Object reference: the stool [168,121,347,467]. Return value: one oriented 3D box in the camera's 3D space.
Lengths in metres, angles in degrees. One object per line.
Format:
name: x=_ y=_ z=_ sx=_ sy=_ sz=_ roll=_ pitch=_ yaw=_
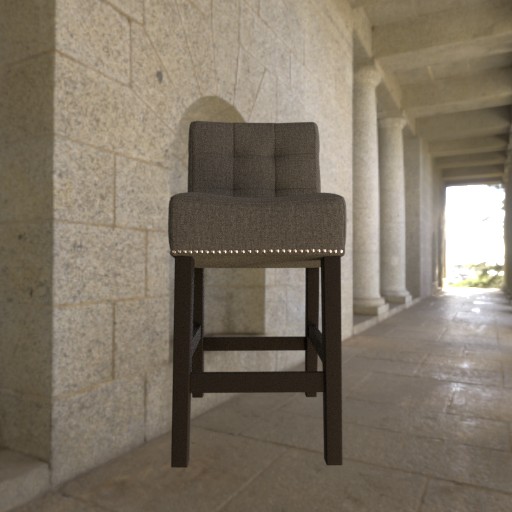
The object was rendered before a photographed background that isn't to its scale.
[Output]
stool: x=0.000 y=0.000 z=1.208 sx=0.427 sy=0.885 sz=0.571 roll=0 pitch=-1 yaw=-1
